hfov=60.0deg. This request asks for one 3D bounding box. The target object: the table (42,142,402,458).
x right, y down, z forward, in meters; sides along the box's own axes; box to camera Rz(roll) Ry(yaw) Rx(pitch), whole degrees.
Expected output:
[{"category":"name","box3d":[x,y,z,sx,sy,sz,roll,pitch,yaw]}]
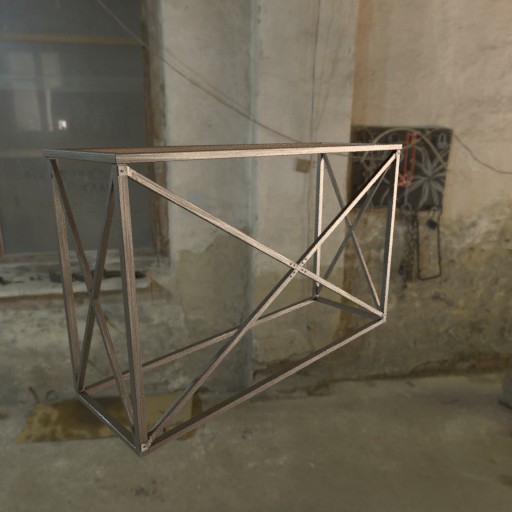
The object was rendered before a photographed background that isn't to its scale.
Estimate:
[{"category":"table","box3d":[0.000,0.000,1.563,1.216,0.753,0.402,-15,21,-43]}]
